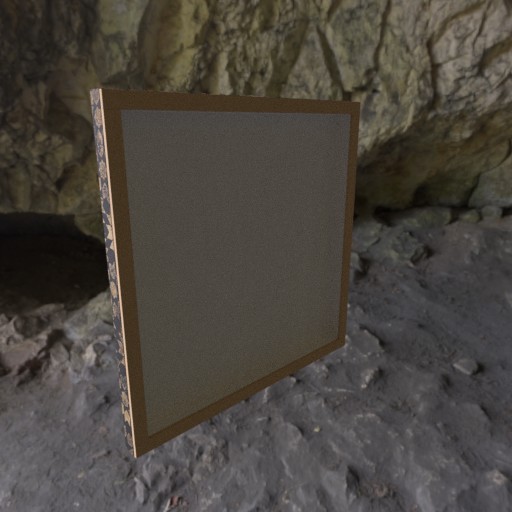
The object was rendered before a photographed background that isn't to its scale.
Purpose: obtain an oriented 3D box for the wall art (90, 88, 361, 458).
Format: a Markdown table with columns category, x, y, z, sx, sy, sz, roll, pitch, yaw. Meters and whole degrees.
| category | x | y | z | sx | sy | sz | roll | pitch | yaw |
| --- | --- | --- | --- | --- | --- | --- | --- | --- | --- |
| wall art | 0.000 | 0.000 | 0.903 | 0.612 | 0.612 | 0.038 | -15 | 22 | -41 |
